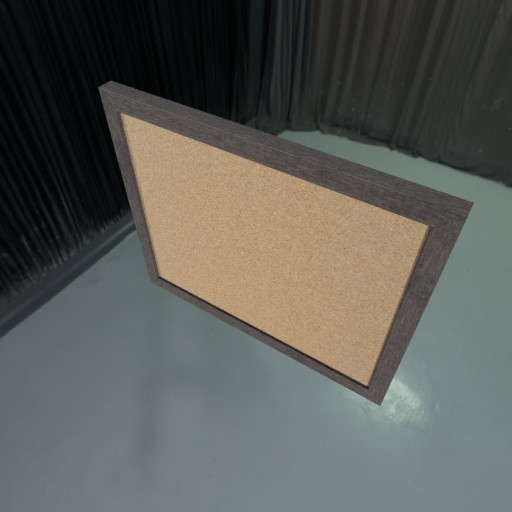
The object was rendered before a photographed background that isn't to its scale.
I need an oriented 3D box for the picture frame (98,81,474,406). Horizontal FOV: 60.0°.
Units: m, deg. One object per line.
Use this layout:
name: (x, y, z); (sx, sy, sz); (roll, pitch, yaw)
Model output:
picture frame: (0.000, 0.000, 0.741); (0.546, 0.455, 0.026); (25, 51, 22)
